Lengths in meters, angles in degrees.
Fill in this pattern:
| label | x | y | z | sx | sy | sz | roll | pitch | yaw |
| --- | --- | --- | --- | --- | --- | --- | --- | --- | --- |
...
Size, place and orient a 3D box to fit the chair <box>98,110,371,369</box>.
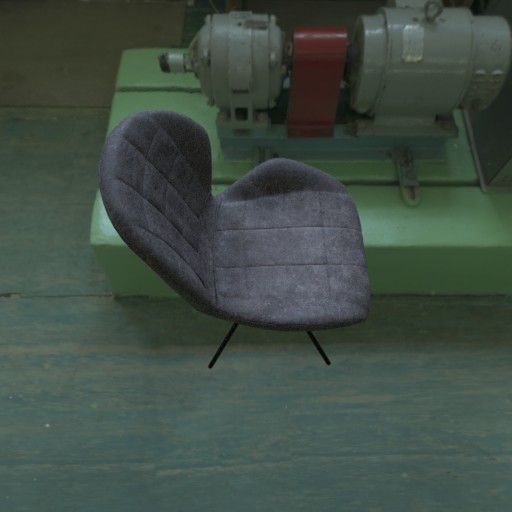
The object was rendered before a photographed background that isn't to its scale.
| label | x | y | z | sx | sy | sz | roll | pitch | yaw |
| --- | --- | --- | --- | --- | --- | --- | --- | --- | --- |
| chair | 0.000 | 0.000 | 1.309 | 0.640 | 0.934 | 0.527 | -1 | 63 | -1 |
